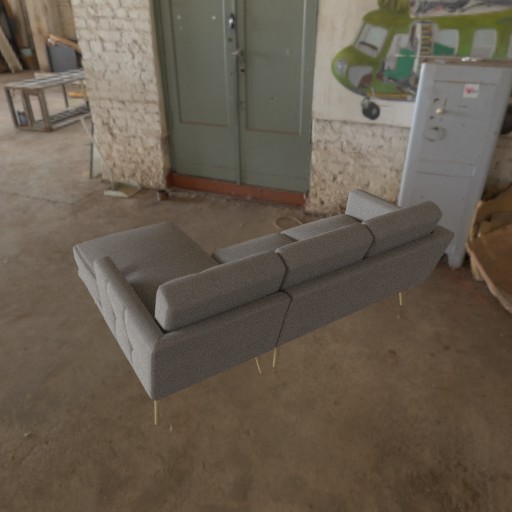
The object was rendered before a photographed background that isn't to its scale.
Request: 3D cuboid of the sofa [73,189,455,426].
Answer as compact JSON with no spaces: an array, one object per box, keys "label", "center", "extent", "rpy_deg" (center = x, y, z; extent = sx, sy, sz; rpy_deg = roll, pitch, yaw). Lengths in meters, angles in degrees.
[{"label":"sofa","center":[0.000,0.000,2.951],"extent":[2.040,0.860,1.530],"rpy_deg":[-18,35,-28]}]
